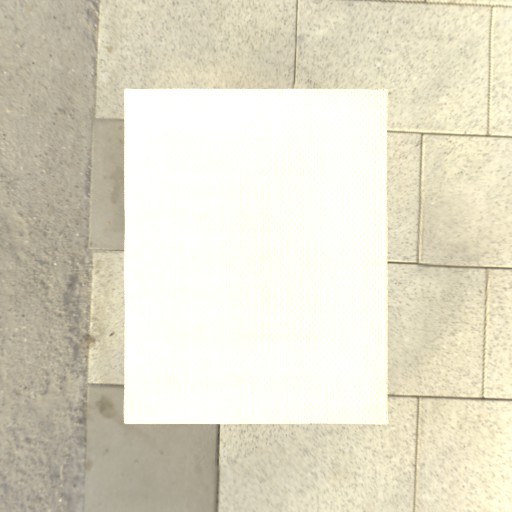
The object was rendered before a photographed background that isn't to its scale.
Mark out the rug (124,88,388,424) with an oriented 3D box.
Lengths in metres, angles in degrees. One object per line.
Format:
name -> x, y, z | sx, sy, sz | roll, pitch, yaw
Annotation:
rug -> 0.000, 0.000, 3.822 | 2.277, 0.035, 2.897 | 0, 90, 0
